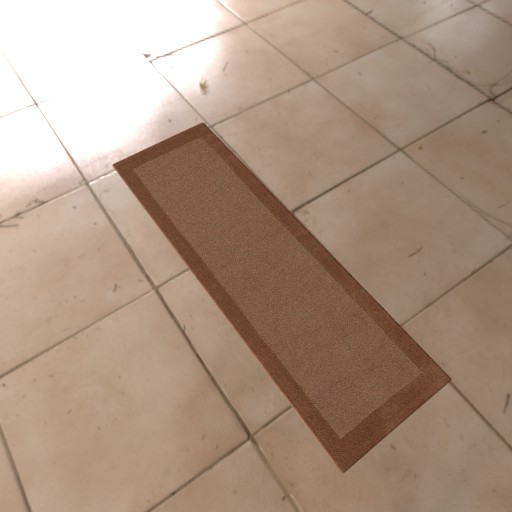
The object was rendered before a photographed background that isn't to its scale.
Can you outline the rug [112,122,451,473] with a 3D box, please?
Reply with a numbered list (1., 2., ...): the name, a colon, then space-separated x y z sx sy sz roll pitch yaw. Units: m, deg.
1. rug: 0.000 0.000 2.725 0.764 0.017 2.439 -31 62 -18
